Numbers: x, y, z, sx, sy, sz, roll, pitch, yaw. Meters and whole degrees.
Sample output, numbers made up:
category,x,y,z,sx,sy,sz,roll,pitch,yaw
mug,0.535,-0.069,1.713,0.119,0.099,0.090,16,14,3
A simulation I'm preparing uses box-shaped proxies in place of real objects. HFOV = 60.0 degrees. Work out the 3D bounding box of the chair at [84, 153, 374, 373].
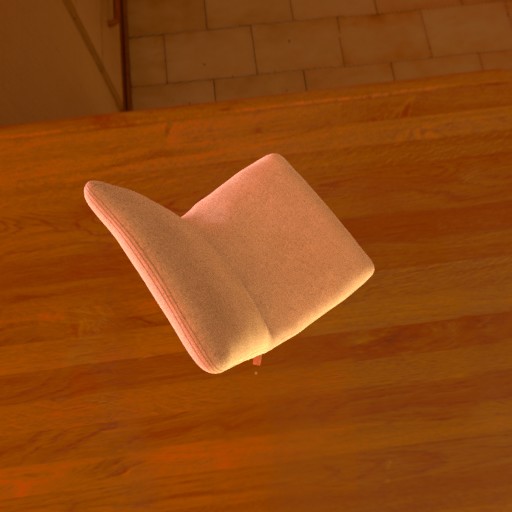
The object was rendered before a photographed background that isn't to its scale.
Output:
category,x,y,z,sx,sy,sz,roll,pitch,yaw
chair,0.000,0.000,1.329,0.563,0.974,0.522,-36,78,-9
